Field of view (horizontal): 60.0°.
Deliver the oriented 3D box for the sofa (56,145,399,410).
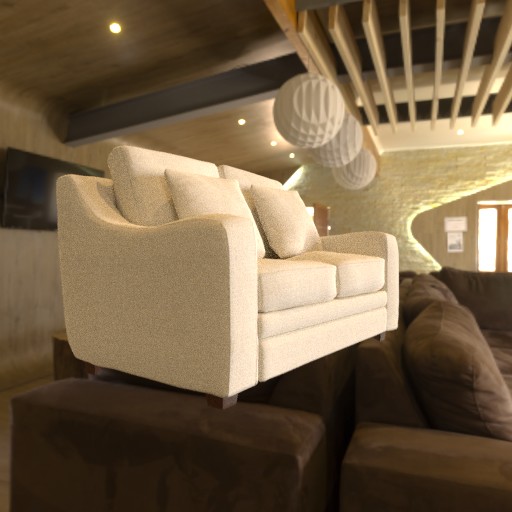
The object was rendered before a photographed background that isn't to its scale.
[{"bbox_3d":[0.000,0.000,2.390,1.040,1.047,1.744,0,0,36],"label":"sofa"}]
